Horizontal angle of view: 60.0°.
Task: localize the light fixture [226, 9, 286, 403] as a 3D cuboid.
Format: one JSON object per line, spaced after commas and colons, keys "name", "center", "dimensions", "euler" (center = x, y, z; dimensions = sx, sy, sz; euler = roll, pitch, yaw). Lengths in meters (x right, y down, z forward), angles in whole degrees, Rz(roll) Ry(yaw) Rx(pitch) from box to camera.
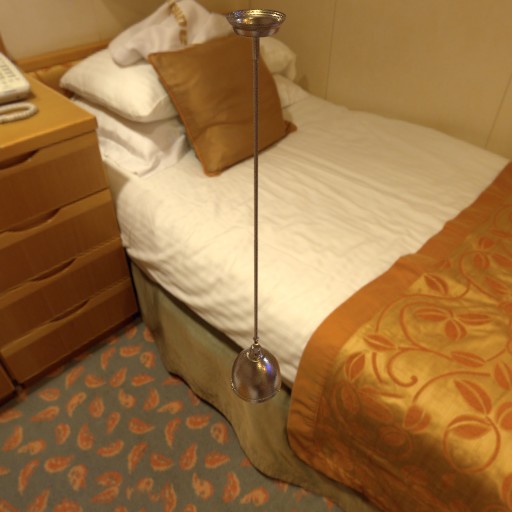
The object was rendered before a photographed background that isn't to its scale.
{"name": "light fixture", "center": [0.000, 0.000, 1.401], "dimensions": [0.211, 1.367, 0.217], "euler": [-1, 41, -1]}
